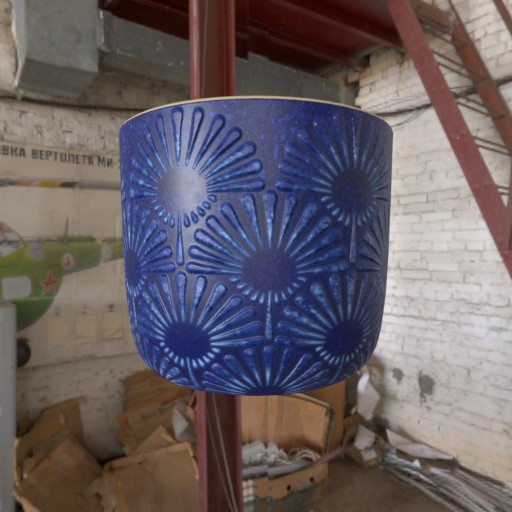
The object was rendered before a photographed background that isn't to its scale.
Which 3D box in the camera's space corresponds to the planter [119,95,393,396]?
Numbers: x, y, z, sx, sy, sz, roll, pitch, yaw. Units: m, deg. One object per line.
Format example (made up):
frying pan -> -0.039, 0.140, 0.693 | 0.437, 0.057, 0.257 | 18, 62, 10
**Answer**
planter -> 0.000, 0.000, 0.210 | 0.124, 0.109, 0.124 | 0, 1, 0
